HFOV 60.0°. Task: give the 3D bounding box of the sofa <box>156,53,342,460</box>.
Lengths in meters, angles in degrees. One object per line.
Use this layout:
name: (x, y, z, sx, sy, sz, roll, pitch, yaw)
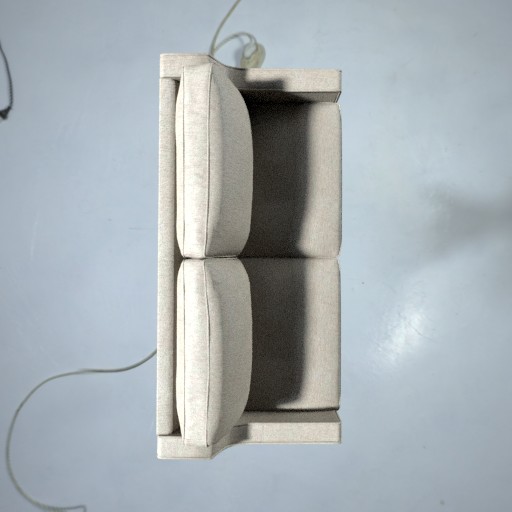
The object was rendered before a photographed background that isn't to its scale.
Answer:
sofa: (0.000, 0.000, 2.733, 1.073, 1.074, 2.181, 0, 90, 0)
